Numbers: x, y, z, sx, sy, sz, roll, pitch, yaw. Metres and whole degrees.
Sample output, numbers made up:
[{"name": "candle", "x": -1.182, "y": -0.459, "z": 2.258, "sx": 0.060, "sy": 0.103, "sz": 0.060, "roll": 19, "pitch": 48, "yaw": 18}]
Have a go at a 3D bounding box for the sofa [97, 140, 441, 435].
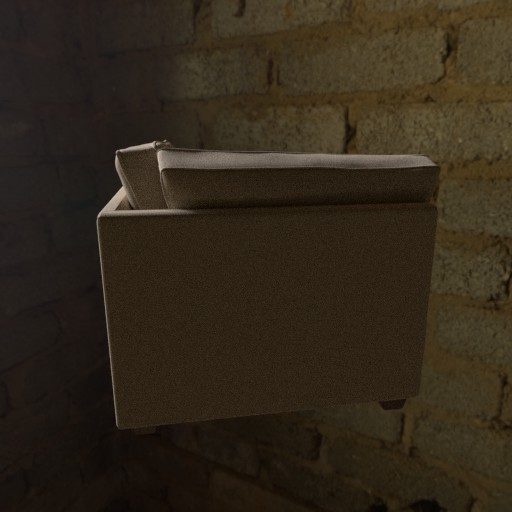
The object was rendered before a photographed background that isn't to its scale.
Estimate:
[{"name": "sofa", "x": 0.000, "y": 0.000, "z": 1.850, "sx": 1.050, "sy": 0.937, "sz": 1.042, "roll": -2, "pitch": 16, "yaw": -9}]
